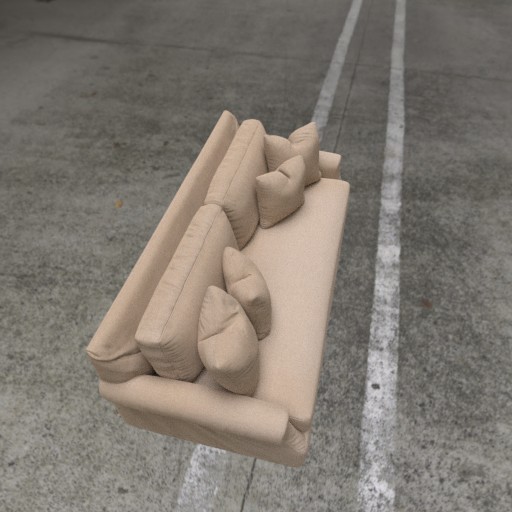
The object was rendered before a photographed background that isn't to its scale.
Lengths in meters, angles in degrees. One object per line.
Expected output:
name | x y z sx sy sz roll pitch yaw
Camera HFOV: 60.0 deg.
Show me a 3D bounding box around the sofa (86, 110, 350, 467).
sofa | 0.000 0.000 2.851 1.067 0.904 2.285 10 48 9
